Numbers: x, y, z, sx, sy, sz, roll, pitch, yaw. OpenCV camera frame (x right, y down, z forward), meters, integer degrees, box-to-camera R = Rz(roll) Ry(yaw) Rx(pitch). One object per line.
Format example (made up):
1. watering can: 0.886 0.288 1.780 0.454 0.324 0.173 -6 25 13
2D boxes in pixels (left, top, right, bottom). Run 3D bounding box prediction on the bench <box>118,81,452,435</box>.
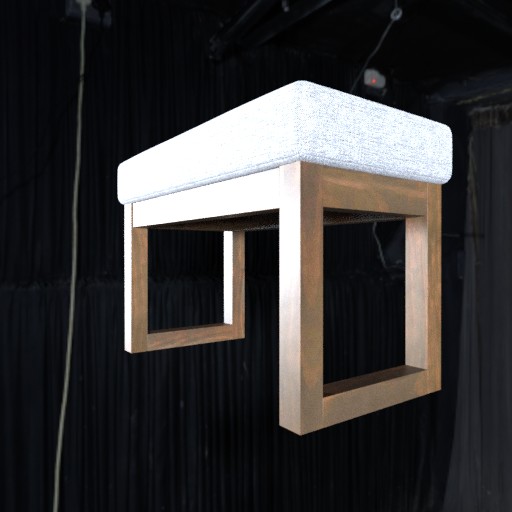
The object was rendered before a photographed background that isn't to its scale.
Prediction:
1. bench: 0.000 0.000 0.936 0.366 0.467 0.681 0 0 -37
